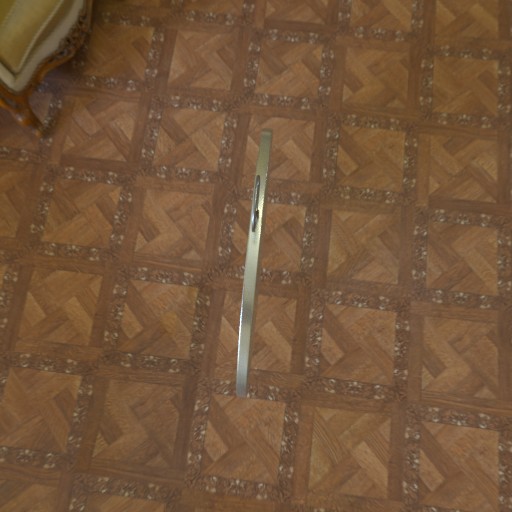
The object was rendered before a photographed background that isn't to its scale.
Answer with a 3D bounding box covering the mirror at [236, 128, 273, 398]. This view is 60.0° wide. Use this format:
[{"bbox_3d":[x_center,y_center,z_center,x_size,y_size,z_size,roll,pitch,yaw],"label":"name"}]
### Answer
[{"bbox_3d":[0.000,0.000,0.961,0.020,0.713,0.594,6,76,1],"label":"mirror"}]
